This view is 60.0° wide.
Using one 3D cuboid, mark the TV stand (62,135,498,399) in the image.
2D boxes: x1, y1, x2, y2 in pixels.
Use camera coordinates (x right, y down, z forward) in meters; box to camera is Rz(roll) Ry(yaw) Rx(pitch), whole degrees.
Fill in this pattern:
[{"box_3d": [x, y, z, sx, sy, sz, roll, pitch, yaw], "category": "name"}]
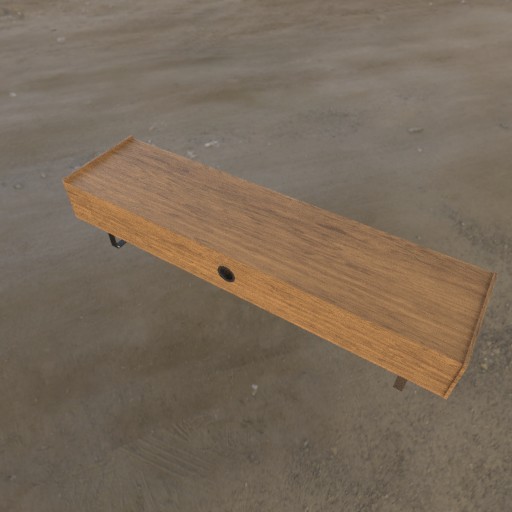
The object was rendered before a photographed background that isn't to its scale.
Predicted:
[{"box_3d": [0.000, 0.000, 1.957, 1.796, 0.415, 0.467, 24, 50, 22], "category": "TV stand"}]
